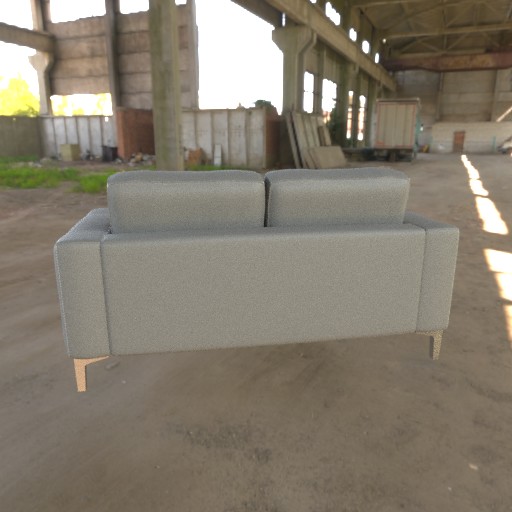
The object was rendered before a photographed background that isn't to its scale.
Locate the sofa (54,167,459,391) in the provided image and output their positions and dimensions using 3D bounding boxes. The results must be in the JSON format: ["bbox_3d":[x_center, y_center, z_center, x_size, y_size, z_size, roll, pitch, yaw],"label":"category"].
[{"bbox_3d":[0.000,0.000,2.236,1.726,0.892,0.833,-3,16,-9],"label":"sofa"}]
